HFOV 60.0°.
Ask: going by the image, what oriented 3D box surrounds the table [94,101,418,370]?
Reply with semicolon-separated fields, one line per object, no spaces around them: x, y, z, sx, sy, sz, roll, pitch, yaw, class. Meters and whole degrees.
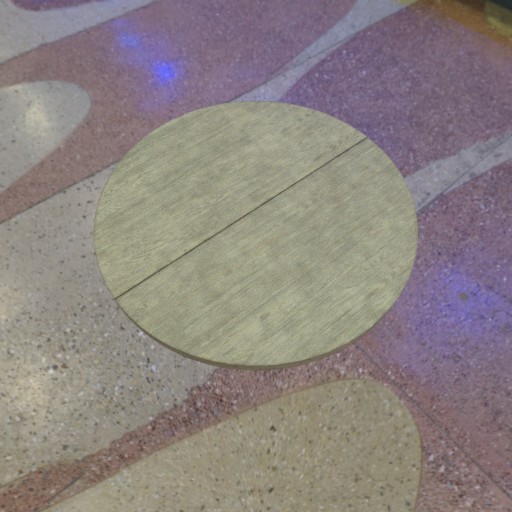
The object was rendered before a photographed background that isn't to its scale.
0.000;0.000;2.221;1.363;0.781;1.363;0;59;0;table
